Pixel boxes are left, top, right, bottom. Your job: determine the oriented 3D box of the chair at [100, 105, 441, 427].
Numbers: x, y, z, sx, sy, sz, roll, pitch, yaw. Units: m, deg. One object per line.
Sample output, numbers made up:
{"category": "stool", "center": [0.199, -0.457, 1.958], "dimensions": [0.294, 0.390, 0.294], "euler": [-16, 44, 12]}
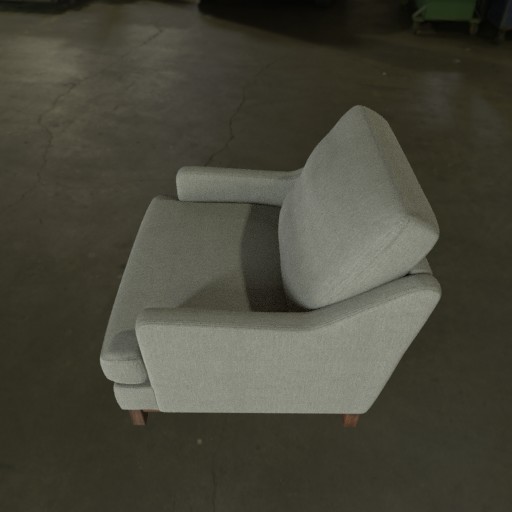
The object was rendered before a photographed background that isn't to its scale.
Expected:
{"category": "chair", "center": [0.000, 0.000, 1.491], "dimensions": [0.892, 0.821, 0.826], "euler": [0, 41, 0]}
